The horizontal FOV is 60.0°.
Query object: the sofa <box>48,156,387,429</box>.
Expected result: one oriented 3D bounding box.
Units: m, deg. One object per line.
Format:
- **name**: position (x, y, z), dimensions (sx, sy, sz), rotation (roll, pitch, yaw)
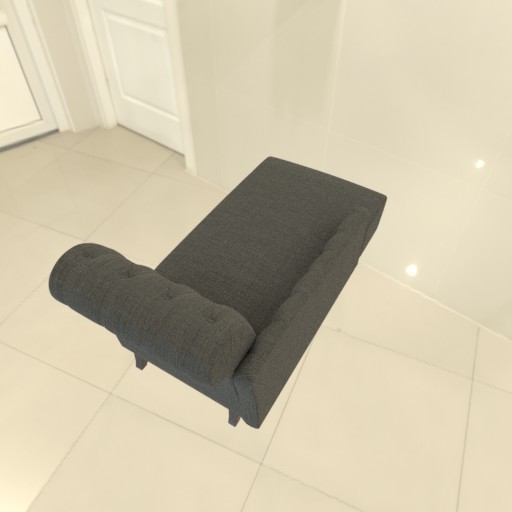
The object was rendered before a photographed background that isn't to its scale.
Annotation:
- **sofa**: position (0.000, 0.000, 1.830), dimensions (0.675, 0.787, 1.379), rotation (24, 51, 21)
